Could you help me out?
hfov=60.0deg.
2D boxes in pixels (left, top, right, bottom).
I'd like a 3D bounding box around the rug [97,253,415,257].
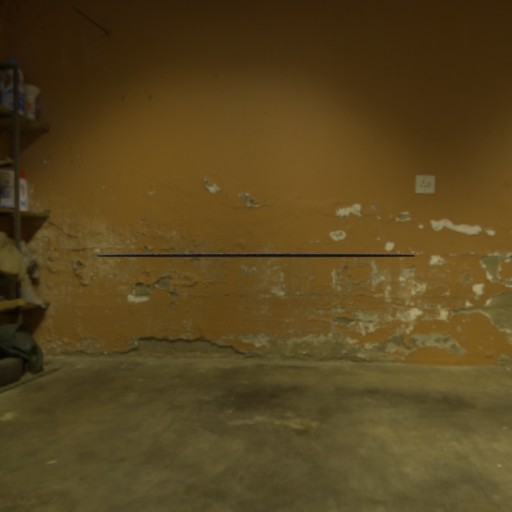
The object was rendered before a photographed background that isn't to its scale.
[{"bbox_3d":[0.000,0.000,2.357,1.591,0.010,1.591,0,0,0],"label":"rug"}]
